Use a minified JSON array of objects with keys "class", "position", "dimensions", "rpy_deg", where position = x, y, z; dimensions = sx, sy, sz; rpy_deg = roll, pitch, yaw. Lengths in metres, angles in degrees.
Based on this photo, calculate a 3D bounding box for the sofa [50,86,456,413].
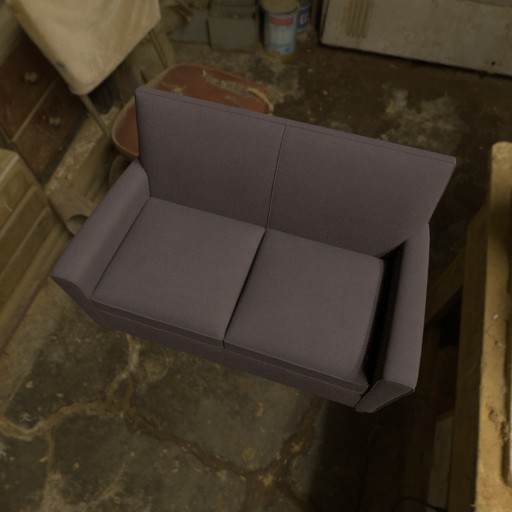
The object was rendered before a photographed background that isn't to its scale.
[{"class":"sofa","position":[0.000,0.000,1.959],"dimensions":[1.420,0.846,0.871],"rpy_deg":[16,61,9]}]
